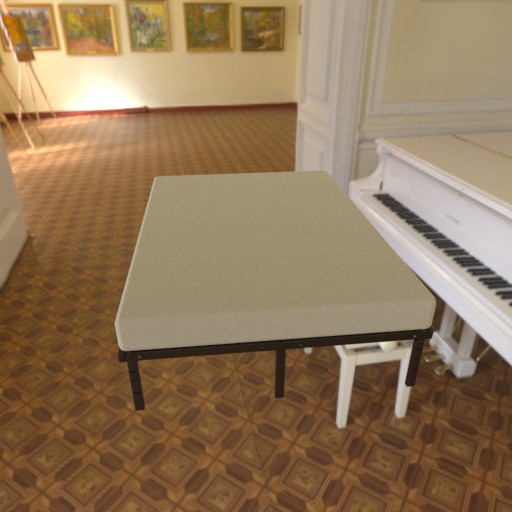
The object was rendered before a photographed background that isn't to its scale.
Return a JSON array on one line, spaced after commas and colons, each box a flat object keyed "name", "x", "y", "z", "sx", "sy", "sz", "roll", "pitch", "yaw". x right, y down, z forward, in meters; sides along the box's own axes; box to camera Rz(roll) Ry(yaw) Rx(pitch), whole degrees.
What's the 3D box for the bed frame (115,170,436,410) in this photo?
[{"name": "bed frame", "x": 0.000, "y": 0.000, "z": 3.826, "sx": 2.205, "sy": 0.680, "sz": 2.842, "roll": 0, "pitch": 28, "yaw": 1}]
